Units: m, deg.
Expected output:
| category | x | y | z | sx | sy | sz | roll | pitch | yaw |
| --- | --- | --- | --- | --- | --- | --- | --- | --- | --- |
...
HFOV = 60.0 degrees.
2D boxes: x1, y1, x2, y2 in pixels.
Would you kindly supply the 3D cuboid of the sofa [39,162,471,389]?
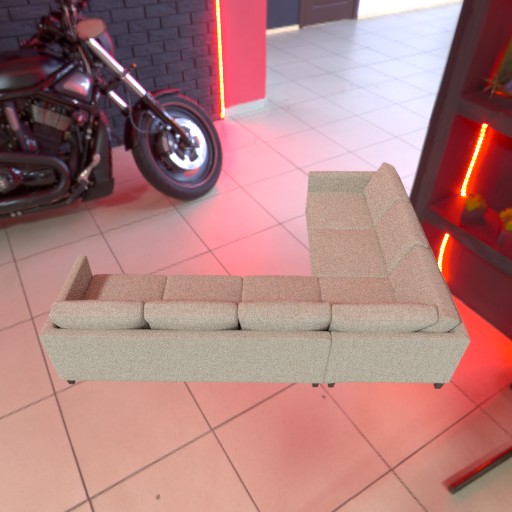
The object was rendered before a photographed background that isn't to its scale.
| category | x | y | z | sx | sy | sz | roll | pitch | yaw |
| --- | --- | --- | --- | --- | --- | --- | --- | --- | --- |
| sofa | 0.000 | 0.000 | 4.302 | 3.182 | 0.863 | 2.432 | 1 | 41 | 1 |
